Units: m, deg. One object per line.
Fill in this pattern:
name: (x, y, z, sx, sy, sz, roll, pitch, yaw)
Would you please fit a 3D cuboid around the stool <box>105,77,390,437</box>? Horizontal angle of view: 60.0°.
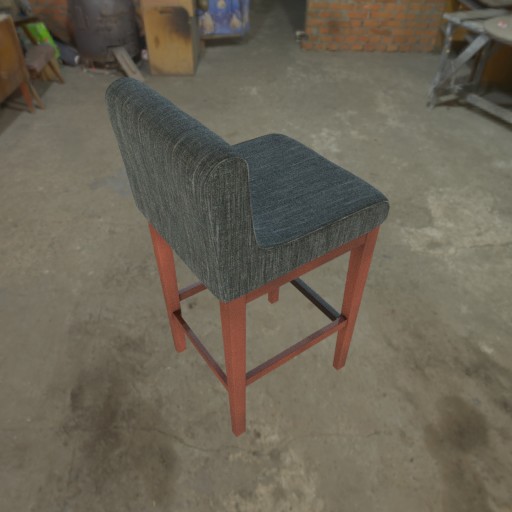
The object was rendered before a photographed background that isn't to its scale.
stool: (0.000, 0.000, 1.087, 0.459, 0.835, 0.395, -25, 47, -26)
